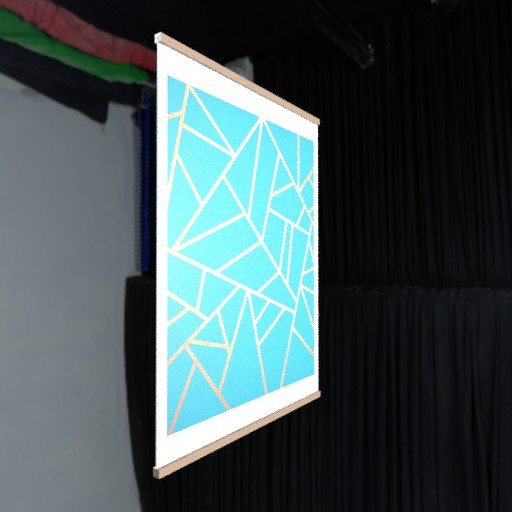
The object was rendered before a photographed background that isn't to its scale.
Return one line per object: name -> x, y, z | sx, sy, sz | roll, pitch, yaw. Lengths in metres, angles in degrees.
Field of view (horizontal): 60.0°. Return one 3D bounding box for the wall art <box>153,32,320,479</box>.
wall art -> 0.000, 0.000, 0.792 | 0.012, 0.608, 0.459 | -1, -1, 36
